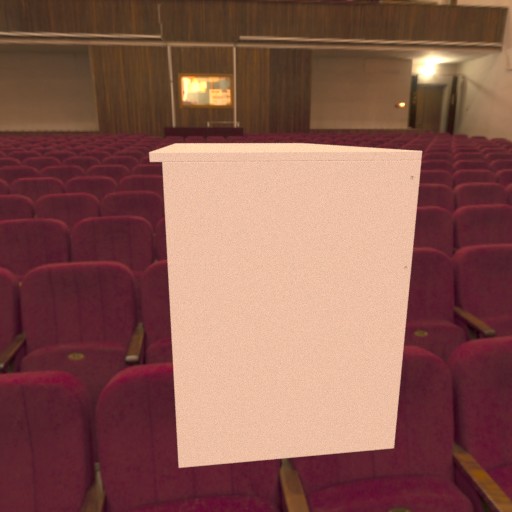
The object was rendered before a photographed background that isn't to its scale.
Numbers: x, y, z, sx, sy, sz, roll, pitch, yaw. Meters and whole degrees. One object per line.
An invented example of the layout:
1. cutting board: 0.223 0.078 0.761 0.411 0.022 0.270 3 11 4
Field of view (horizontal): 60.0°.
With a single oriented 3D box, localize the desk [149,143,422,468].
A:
1. desk: 0.000 0.000 1.514 0.560 0.730 1.100 -2 15 -7
